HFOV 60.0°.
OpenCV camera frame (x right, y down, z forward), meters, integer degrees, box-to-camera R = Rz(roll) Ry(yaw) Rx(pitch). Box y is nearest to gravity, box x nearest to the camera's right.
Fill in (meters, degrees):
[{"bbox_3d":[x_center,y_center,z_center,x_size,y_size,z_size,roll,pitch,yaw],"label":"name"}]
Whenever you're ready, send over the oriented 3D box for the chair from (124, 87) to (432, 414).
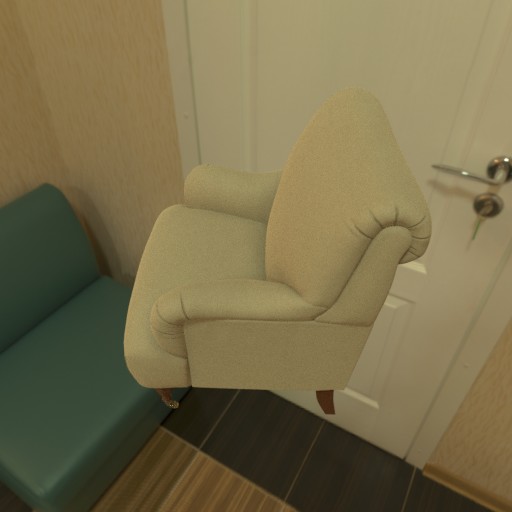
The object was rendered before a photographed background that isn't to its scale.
[{"bbox_3d":[0.000,0.000,1.535,0.842,0.942,0.766,1,42,1],"label":"chair"}]
